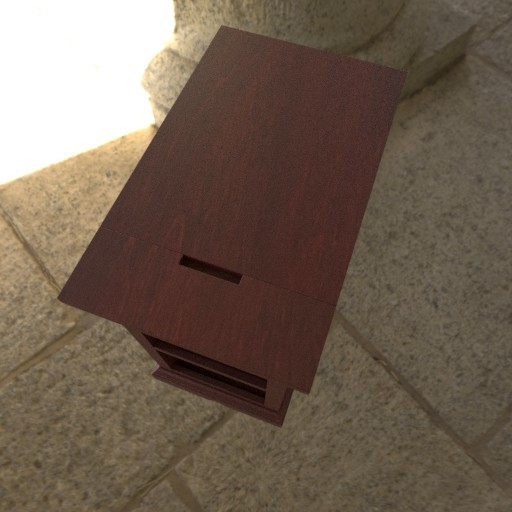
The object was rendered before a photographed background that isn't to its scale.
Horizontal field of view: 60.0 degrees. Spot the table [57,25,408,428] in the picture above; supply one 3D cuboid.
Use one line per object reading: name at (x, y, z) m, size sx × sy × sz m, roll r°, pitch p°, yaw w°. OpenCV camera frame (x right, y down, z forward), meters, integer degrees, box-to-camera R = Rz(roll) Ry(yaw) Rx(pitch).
table at (0.000, 0.000, 0.963) m, size 0.356 × 0.612 × 0.584 m, roll 18°, pitch 65°, yaw 9°
